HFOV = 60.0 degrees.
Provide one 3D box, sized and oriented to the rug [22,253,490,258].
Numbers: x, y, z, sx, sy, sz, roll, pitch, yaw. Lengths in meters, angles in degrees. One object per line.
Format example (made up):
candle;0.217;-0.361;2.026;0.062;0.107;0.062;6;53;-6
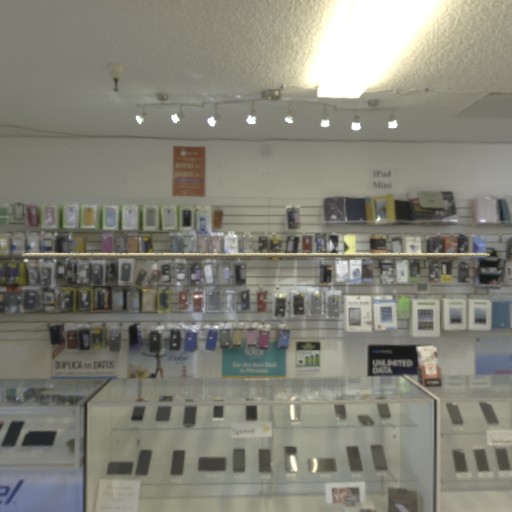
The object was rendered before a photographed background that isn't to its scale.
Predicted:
rug;0.000;0.000;3.507;2.746;0.018;1.819;0;-1;0
